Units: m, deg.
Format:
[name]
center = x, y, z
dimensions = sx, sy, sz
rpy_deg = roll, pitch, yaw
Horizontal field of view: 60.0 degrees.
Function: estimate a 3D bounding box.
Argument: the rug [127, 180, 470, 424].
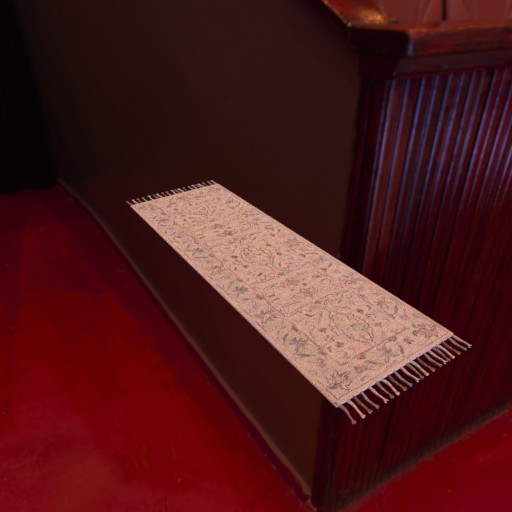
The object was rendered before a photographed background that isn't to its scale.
[rug]
center = 0.000, 0.000, 2.728
dimensions = 0.769, 0.013, 2.440
rpy_deg = -20, 37, -29
